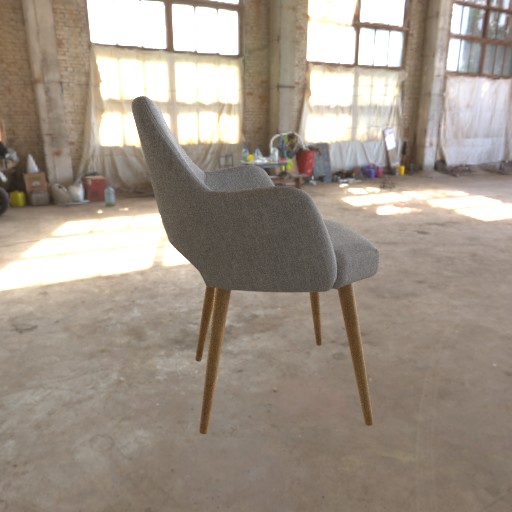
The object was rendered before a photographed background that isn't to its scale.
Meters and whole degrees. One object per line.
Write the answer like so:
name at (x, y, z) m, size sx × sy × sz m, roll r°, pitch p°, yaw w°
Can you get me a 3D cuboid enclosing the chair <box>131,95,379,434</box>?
chair at (0.000, 0.000, 1.251) m, size 0.610 × 0.840 × 0.590 m, roll -3°, pitch 17°, yaw -9°
